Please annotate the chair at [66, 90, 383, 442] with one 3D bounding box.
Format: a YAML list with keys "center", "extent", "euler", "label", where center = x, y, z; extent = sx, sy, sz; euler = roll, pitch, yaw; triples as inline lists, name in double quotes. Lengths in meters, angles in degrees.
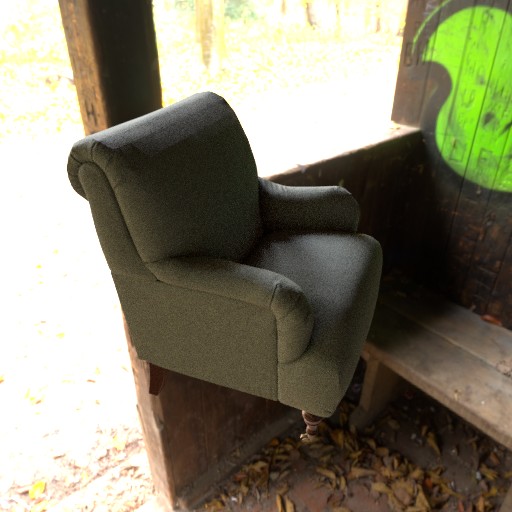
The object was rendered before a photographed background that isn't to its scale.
- center: [0.000, 0.000, 1.938]
  extent: [1.060, 1.178, 0.964]
  euler: [12, 33, 18]
  label: "chair"
